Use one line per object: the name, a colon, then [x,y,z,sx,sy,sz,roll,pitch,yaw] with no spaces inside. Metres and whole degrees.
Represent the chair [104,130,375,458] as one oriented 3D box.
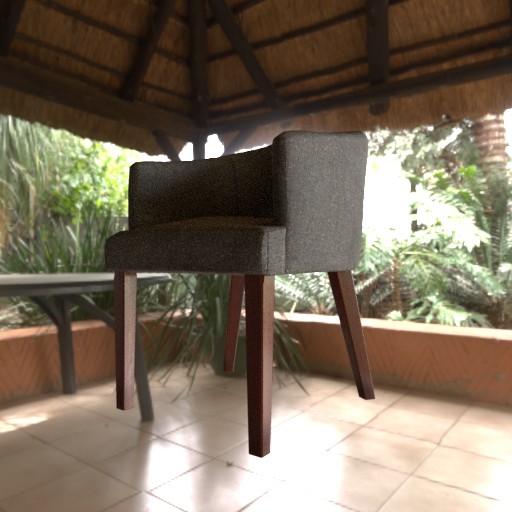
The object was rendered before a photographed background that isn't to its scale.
chair: [0.000,0.000,1.266,0.583,0.811,0.655,0,-1,37]
